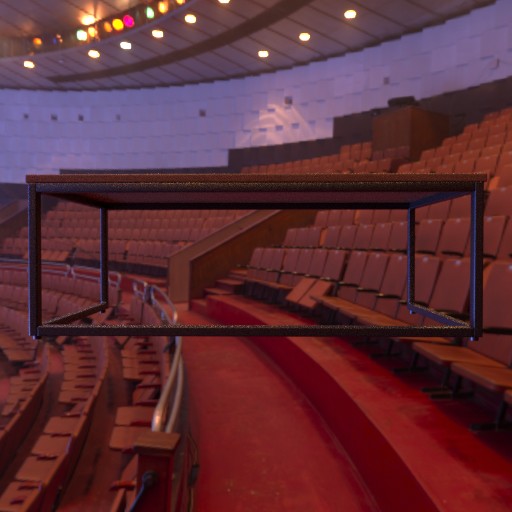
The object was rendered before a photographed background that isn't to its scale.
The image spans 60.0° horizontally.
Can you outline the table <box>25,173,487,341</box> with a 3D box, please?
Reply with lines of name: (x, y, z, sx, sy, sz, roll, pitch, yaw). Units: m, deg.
table: (0.000, 0.000, 1.306, 1.100, 0.400, 0.500, 0, 1, 1)
